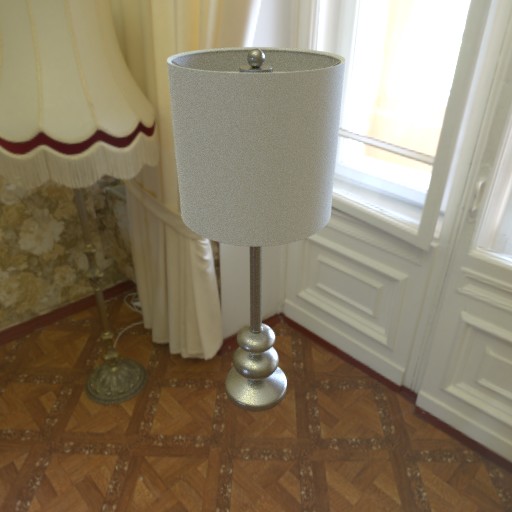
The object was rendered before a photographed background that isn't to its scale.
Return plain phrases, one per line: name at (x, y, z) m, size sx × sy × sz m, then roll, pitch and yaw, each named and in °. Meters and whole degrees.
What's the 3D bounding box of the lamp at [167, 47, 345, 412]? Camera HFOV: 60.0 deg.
lamp at (0.000, 0.000, 0.809) m, size 0.254 × 0.690 × 0.254 m, roll 0°, pitch 32°, yaw 0°
